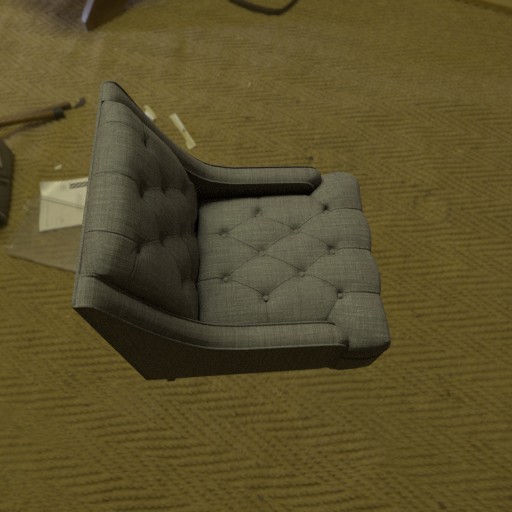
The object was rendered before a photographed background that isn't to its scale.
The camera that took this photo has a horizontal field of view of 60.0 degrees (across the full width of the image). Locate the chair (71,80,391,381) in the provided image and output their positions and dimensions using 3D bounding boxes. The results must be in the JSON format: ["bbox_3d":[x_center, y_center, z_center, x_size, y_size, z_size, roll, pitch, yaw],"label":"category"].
[{"bbox_3d":[0.000,0.000,1.401,0.771,0.891,0.655,-3,62,-2],"label":"chair"}]
